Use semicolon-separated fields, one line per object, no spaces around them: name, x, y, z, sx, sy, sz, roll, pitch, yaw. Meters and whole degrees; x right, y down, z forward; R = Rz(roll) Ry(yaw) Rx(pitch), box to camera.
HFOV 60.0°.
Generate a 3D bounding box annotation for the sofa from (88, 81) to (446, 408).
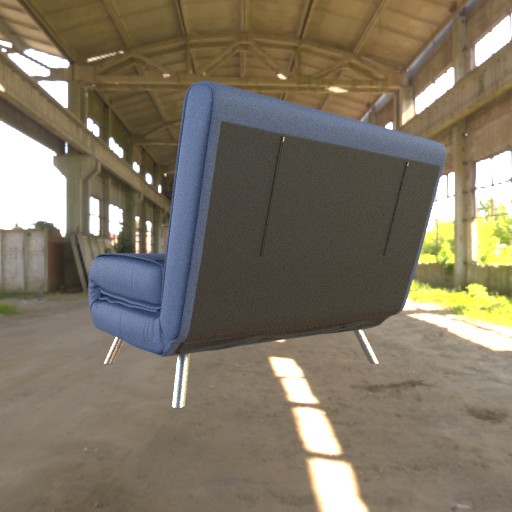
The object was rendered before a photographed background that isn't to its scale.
sofa;0.000;0.000;1.697;0.999;0.860;0.996;0;0;-36
